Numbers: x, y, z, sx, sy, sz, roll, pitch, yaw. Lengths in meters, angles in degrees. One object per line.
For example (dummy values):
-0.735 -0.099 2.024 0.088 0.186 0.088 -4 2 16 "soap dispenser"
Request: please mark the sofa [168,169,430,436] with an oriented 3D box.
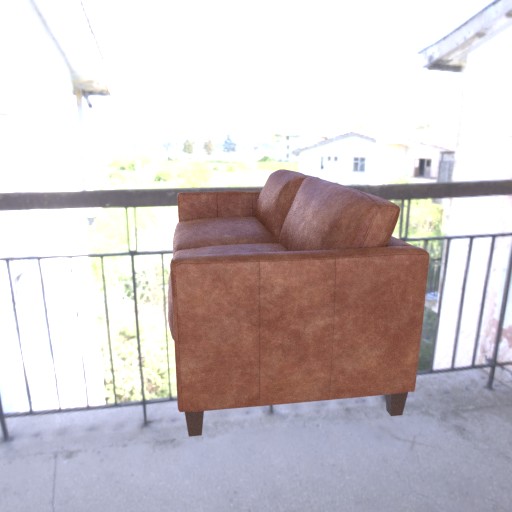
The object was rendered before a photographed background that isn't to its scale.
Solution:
0.000 0.000 2.445 0.923 0.863 1.971 -2 15 -9 "sofa"
